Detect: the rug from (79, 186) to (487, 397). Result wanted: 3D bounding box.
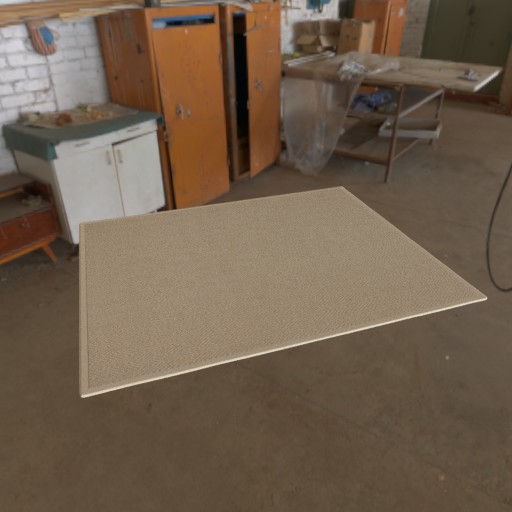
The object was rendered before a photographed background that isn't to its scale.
[{"bbox_3d":[0.000,0.000,4.039,3.051,0.020,2.407,-10,33,-16],"label":"rug"}]
